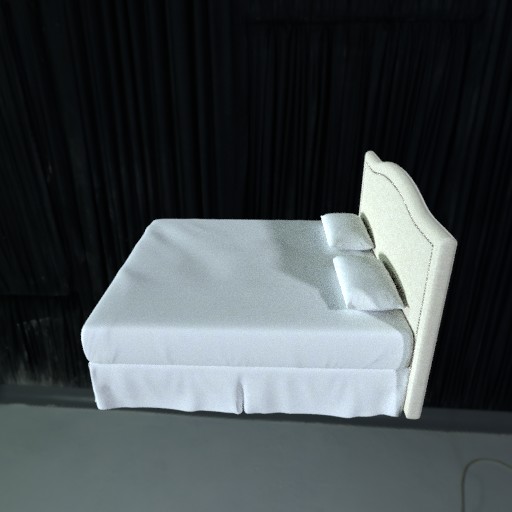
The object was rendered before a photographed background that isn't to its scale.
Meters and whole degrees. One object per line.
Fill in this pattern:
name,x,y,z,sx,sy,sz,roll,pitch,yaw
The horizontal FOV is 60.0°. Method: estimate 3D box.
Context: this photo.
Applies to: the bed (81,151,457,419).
bed,0.000,0.000,3.526,2.182,1.421,2.083,1,26,2
